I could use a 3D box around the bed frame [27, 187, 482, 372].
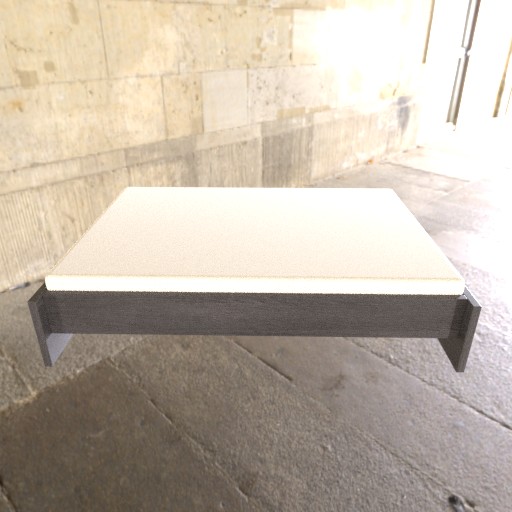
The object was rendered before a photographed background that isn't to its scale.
[{"bbox_3d":[0.000,0.000,2.629,1.950,0.432,1.490,1,27,1],"label":"bed frame"}]
